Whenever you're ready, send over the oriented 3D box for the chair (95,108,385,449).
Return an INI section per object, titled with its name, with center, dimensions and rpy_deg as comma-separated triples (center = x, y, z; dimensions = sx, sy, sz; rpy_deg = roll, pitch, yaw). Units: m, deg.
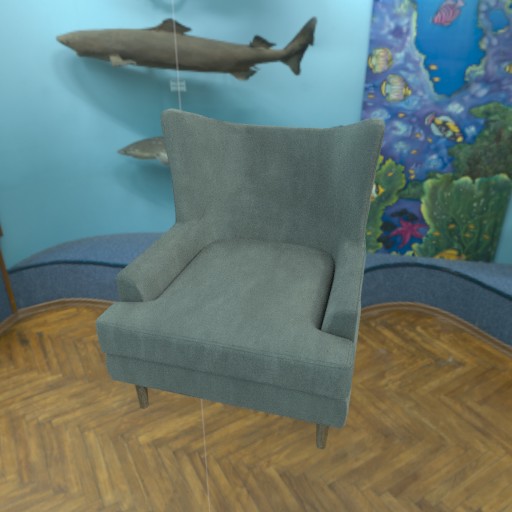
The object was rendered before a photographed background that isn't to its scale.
[chair]
center = 0.000, 0.000, 1.599
dimensions = 0.784, 0.950, 0.906
rpy_deg = 7, 27, 14
